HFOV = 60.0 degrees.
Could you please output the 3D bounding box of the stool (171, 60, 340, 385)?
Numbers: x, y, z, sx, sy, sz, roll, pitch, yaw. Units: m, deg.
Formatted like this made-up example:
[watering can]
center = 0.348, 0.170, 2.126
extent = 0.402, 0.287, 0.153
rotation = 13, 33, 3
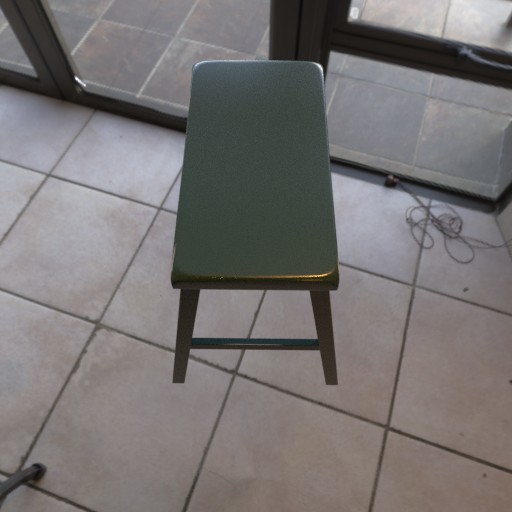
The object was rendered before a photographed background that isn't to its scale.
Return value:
[stool]
center = 0.000, 0.000, 1.049
extent = 0.476, 0.737, 0.457
rotation = 1, 63, 0
